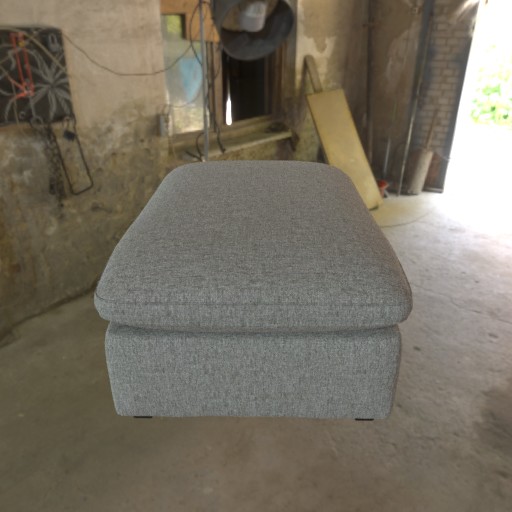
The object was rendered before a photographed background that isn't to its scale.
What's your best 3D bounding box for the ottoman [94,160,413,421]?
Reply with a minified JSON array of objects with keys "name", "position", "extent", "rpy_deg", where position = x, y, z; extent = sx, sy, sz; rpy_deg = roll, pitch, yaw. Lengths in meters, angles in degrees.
[{"name":"ottoman","position":[0.000,0.000,1.369],"extent":[0.694,0.451,0.977],"rpy_deg":[0,27,1]}]
